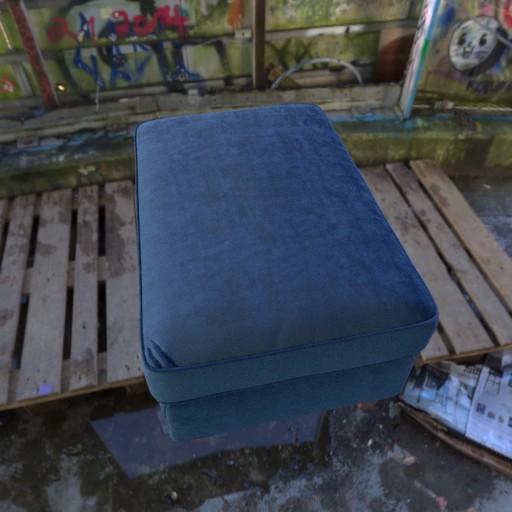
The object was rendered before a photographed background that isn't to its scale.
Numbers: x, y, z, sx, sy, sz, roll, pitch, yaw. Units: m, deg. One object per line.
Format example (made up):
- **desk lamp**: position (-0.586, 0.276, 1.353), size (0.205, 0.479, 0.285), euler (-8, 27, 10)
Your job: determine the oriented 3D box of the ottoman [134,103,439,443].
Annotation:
- **ottoman**: position (0.000, 0.000, 1.225), size (0.583, 0.484, 0.862), euler (-8, 48, -8)
